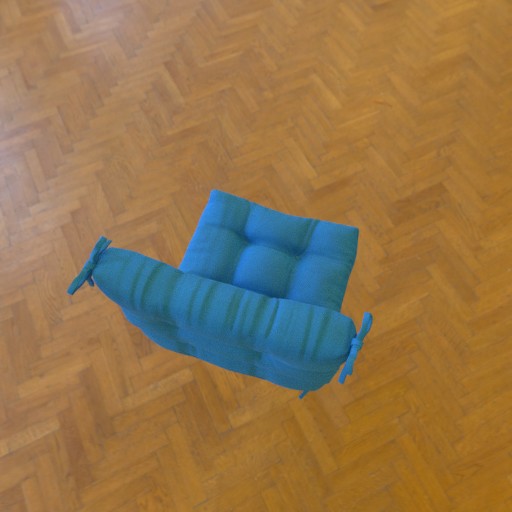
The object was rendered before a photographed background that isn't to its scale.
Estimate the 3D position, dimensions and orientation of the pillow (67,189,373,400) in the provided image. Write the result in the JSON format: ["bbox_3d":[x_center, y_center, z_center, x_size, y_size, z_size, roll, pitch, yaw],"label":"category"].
[{"bbox_3d":[0.000,0.000,1.053,0.519,0.605,0.571,16,64,8],"label":"pillow"}]
